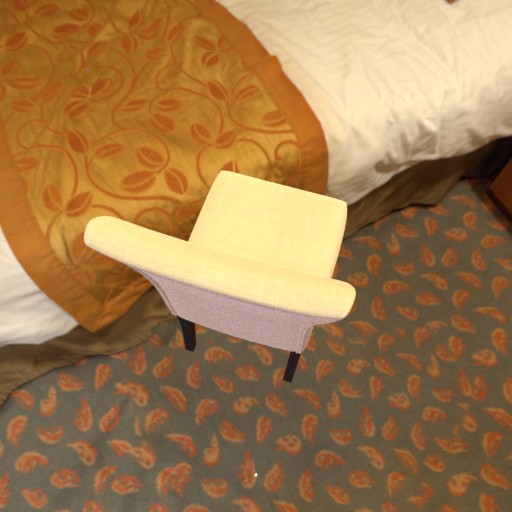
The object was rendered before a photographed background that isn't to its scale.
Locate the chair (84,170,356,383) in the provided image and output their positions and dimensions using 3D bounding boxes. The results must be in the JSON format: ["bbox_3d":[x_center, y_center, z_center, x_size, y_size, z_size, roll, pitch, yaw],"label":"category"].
[{"bbox_3d":[0.000,0.000,1.294,0.509,0.921,0.597,16,65,8],"label":"chair"}]
